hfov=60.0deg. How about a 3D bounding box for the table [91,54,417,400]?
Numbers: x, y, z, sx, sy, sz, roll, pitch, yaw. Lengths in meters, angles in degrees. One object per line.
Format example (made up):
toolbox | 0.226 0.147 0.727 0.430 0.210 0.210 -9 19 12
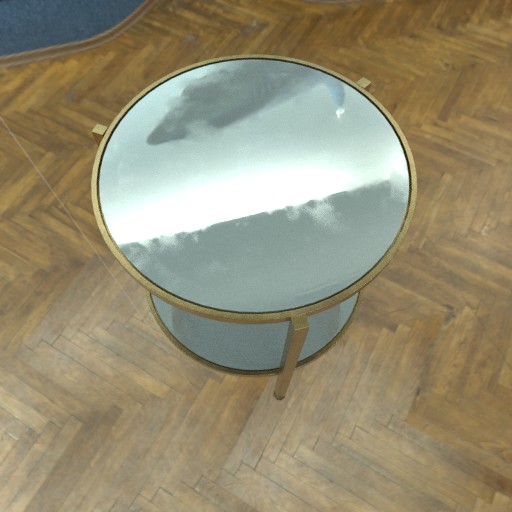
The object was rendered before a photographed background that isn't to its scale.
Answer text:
table | 0.000 0.000 0.437 0.231 0.269 0.243 -12 64 -6
